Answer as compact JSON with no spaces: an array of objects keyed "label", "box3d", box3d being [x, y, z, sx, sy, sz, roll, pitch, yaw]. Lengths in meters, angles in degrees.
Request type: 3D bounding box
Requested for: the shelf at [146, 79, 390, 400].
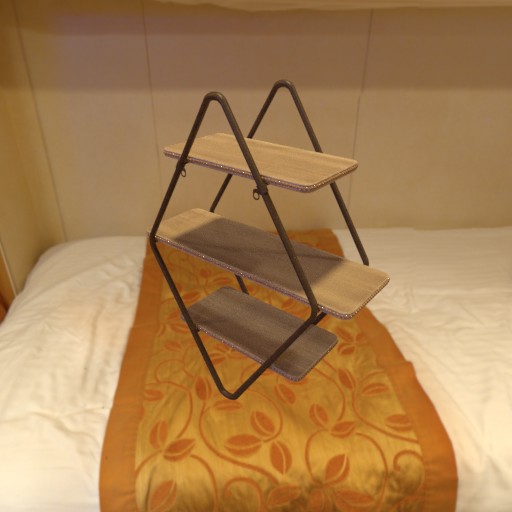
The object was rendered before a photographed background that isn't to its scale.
[{"label":"shelf","box3d":[0.000,0.000,1.068,0.609,0.774,0.234,21,35,34]}]
